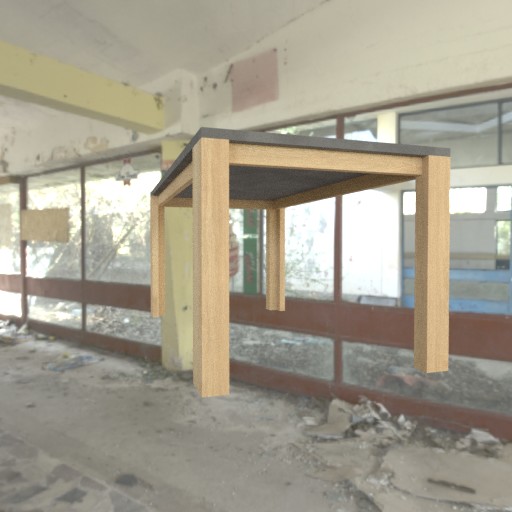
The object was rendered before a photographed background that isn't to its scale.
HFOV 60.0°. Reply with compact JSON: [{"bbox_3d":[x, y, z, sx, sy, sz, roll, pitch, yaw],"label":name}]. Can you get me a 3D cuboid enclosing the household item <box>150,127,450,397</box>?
[{"bbox_3d":[0.000,0.000,2.127,0.850,0.755,1.600,0,1,-18],"label":"household item"}]
